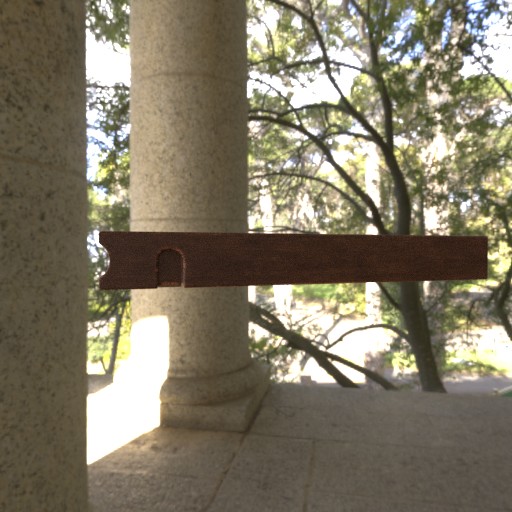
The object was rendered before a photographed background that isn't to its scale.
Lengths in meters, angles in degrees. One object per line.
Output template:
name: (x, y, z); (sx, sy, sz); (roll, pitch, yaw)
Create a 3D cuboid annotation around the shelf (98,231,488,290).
shelf: (0.000, 0.000, 0.448); (0.296, 0.035, 0.296); (0, 1, -19)
